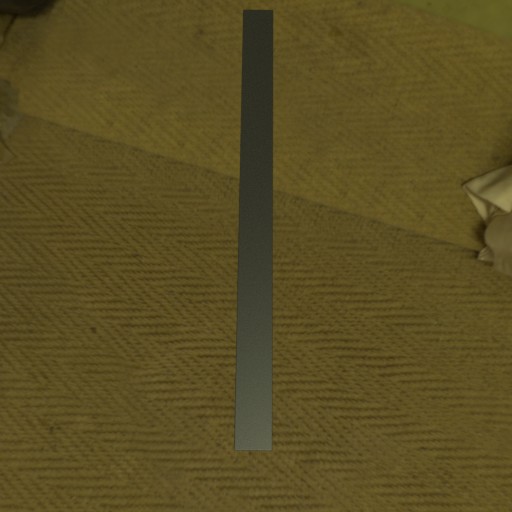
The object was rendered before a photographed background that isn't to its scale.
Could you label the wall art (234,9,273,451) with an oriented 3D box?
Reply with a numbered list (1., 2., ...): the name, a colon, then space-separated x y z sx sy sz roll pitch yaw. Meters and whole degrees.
1. wall art: 0.000 0.000 0.735 0.037 0.506 0.506 1 77 0
